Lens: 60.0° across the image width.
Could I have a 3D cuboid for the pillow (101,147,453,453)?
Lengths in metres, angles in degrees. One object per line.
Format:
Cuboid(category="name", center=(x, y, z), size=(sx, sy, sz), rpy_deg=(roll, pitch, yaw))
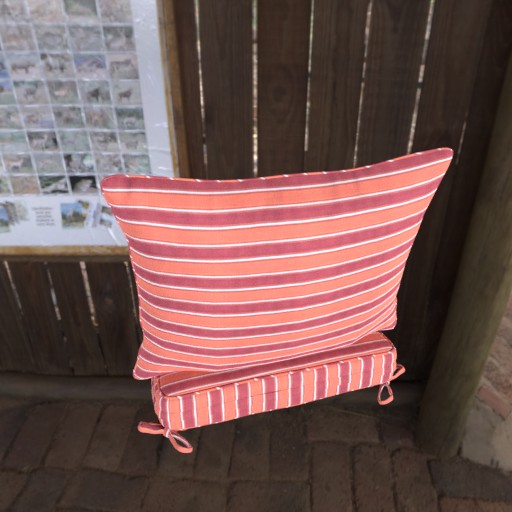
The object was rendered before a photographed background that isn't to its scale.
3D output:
Cuboid(category="pillow", center=(0.000, 0.000, 1.330), size=(0.799, 0.723, 0.733), rpy_deg=(-8, 28, -15))
